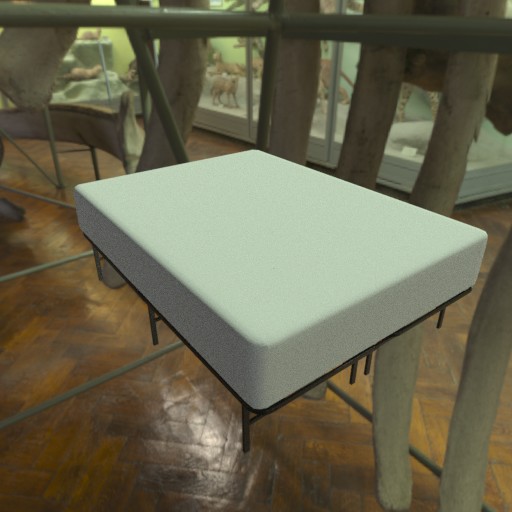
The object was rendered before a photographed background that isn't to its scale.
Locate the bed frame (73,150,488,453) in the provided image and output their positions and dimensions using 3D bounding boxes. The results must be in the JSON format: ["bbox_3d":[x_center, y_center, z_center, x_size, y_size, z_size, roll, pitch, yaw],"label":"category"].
[{"bbox_3d":[0.000,0.000,2.739,1.528,0.677,2.037,-20,34,-32],"label":"bed frame"}]
